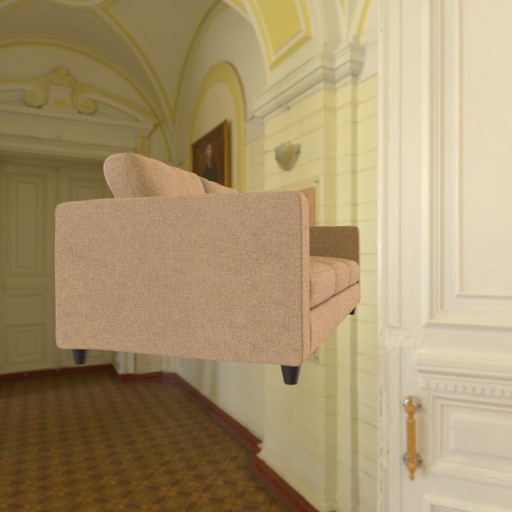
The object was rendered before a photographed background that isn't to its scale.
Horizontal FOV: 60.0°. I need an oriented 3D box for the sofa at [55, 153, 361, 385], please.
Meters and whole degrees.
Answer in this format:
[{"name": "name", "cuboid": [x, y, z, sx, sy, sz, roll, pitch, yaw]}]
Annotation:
[{"name": "sofa", "cuboid": [0.000, 0.000, 2.334, 0.930, 0.800, 1.855, 0, 0, 18]}]
